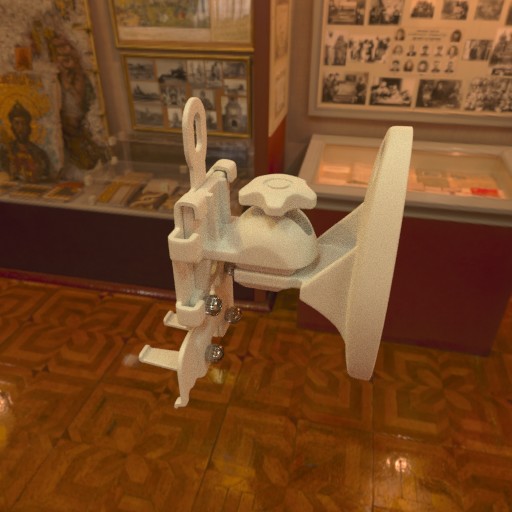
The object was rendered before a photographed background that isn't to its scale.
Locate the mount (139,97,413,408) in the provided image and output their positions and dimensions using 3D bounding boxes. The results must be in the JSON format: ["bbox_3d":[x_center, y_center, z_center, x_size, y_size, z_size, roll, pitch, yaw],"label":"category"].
[{"bbox_3d":[0.000,0.000,0.175,0.100,0.118,0.066,8,32,13],"label":"mount"}]
